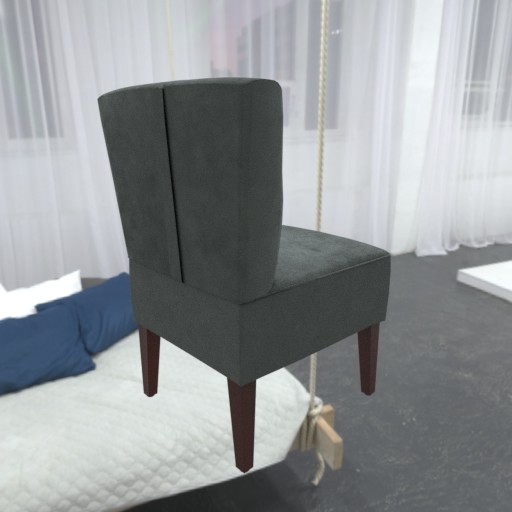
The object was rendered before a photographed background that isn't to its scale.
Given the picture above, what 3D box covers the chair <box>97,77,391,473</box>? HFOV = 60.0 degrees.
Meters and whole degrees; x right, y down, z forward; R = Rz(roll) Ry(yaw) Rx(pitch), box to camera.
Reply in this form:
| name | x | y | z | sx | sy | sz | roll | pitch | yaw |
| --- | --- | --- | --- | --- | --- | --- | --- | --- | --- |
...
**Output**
| name | x | y | z | sx | sy | sz | roll | pitch | yaw |
| --- | --- | --- | --- | --- | --- | --- | --- | --- | --- |
| chair | 0.000 | 0.000 | 1.135 | 0.554 | 0.806 | 0.521 | -16 | 23 | -42 |
